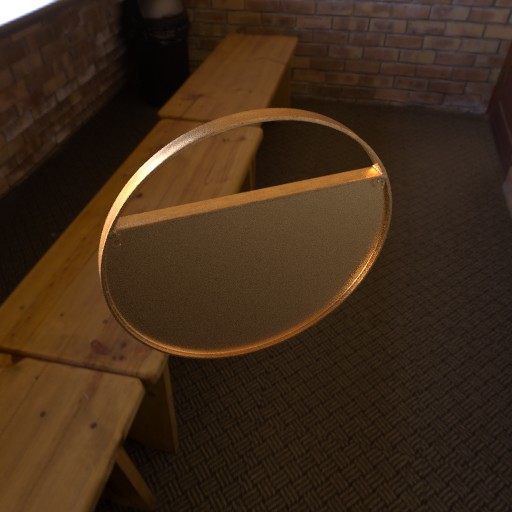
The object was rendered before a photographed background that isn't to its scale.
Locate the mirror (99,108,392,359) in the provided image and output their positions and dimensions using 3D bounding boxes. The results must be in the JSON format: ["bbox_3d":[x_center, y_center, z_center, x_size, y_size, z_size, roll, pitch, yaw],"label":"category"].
[{"bbox_3d":[0.000,0.000,0.845,0.565,0.565,0.032,-14,44,-15],"label":"mirror"}]
